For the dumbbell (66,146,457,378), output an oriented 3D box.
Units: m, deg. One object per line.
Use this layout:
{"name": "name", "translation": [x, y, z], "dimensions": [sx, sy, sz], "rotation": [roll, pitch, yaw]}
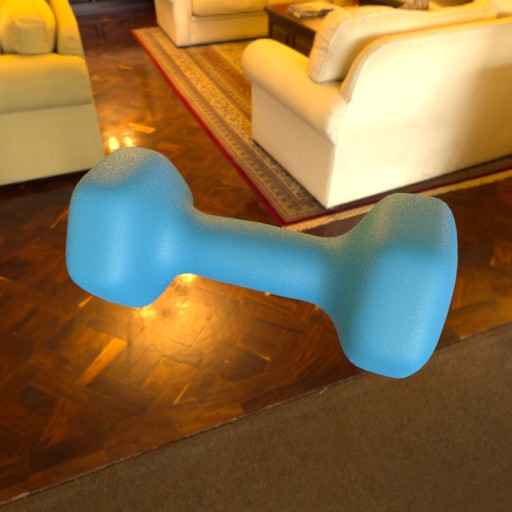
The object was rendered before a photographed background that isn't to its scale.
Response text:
{"name": "dumbbell", "translation": [0.000, 0.000, 0.186], "dimensions": [0.152, 0.066, 0.074], "rotation": [13, 43, 14]}
